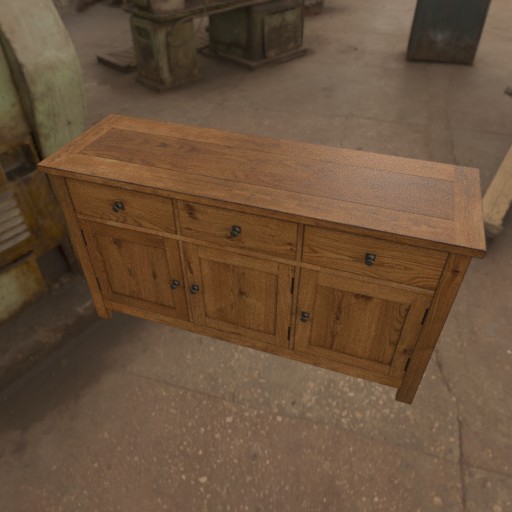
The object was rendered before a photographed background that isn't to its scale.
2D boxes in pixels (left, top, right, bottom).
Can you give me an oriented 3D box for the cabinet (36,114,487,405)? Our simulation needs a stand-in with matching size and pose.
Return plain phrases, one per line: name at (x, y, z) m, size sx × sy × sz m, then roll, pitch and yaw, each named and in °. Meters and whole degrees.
cabinet at (0.000, 0.000, 1.808) m, size 1.474 × 0.813 × 0.480 m, roll 12°, pitch 42°, yaw 14°
